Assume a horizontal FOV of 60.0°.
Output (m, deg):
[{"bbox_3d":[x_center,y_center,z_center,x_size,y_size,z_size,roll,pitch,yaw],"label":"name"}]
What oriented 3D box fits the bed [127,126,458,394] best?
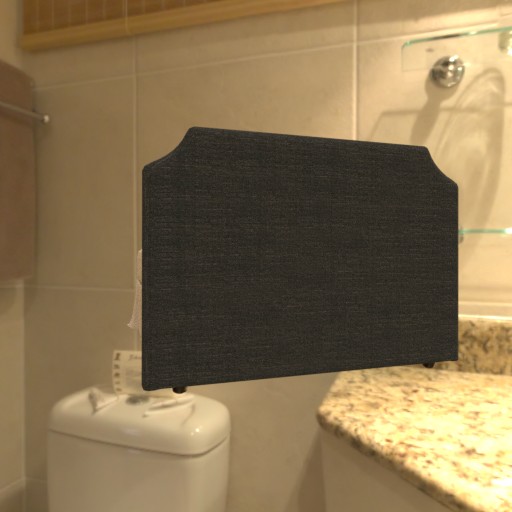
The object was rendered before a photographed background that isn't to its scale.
[{"bbox_3d":[0.000,0.000,3.369,1.828,1.297,2.208,0,1,-18],"label":"bed"}]
